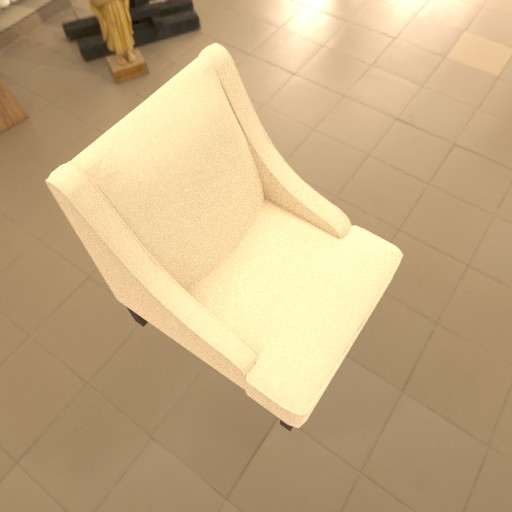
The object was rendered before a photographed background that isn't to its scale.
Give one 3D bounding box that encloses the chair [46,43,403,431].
[{"bbox_3d":[0.000,0.000,1.460,0.806,0.886,0.689,31,63,17],"label":"chair"}]
